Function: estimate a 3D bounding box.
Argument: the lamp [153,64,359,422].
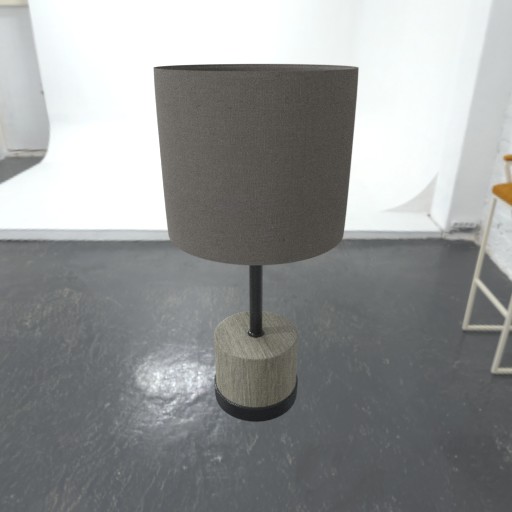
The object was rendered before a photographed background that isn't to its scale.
[{"bbox_3d":[0.000,0.000,0.598,0.229,0.470,0.229,-8,26,-17],"label":"lamp"}]
